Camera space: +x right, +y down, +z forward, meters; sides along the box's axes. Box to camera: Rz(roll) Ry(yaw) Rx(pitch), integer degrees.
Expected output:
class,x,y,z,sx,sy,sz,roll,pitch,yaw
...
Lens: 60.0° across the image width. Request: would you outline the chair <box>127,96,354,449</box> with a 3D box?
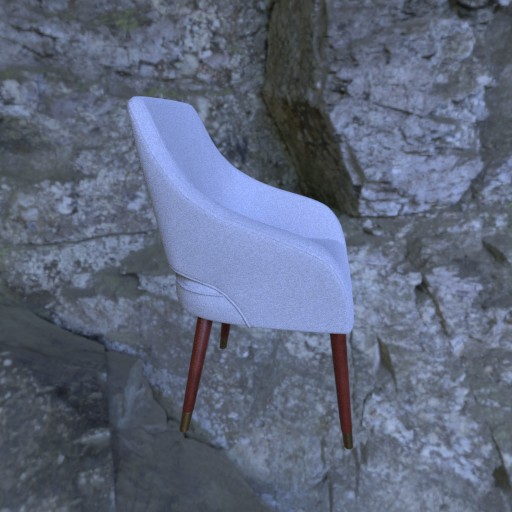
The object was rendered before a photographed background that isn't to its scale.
class,x,y,z,sx,sy,sz,roll,pitch,yaw
chair,0.000,0.000,1.317,0.600,0.889,0.609,3,17,9
